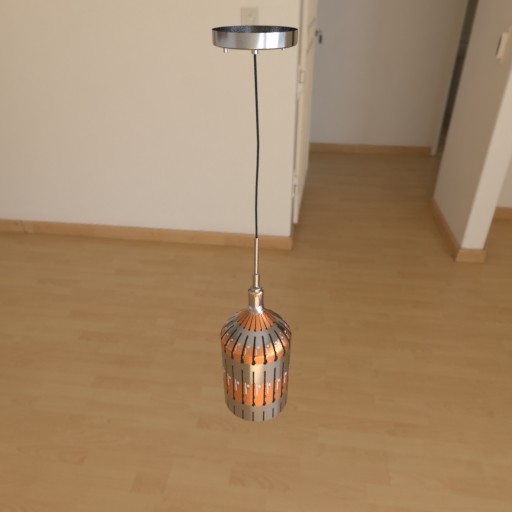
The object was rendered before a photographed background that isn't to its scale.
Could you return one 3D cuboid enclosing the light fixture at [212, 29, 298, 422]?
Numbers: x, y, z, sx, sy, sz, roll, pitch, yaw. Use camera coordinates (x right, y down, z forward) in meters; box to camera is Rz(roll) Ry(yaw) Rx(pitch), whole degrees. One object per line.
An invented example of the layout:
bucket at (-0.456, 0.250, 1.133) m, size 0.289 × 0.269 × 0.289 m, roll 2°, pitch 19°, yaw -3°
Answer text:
light fixture at (0.000, 0.000, 1.678) m, size 0.303 × 1.535 × 0.303 m, roll 0°, pitch 32°, yaw 0°
